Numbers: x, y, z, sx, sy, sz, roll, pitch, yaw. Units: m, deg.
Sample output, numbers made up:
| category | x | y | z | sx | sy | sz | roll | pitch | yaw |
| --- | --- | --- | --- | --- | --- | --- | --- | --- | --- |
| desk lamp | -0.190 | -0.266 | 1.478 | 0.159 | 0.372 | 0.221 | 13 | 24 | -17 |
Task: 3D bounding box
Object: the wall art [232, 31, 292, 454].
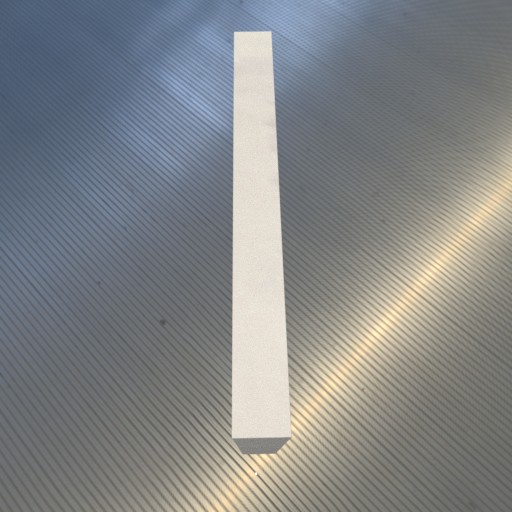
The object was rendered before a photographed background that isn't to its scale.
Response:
| category | x | y | z | sx | sy | sz | roll | pitch | yaw |
| --- | --- | --- | --- | --- | --- | --- | --- | --- | --- |
| wall art | 0.000 | 0.000 | 0.478 | 0.038 | 0.254 | 0.381 | -1 | 64 | 0 |
